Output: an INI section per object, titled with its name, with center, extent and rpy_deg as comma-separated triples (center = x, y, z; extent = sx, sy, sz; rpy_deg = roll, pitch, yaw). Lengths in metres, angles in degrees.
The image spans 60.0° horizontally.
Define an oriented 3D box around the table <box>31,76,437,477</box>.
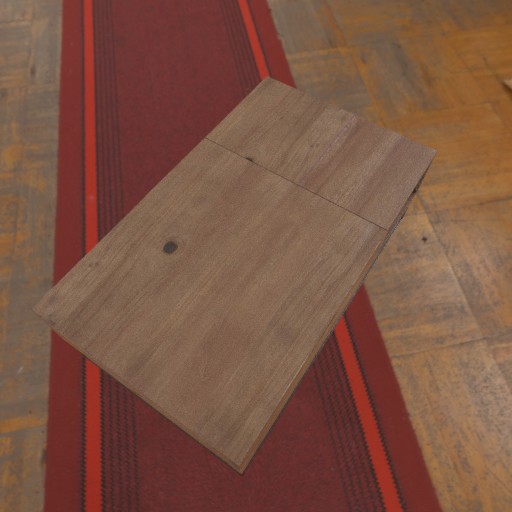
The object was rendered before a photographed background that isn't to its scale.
[table]
center = 0.000, 0.000, 1.442
extent = 0.655, 0.395, 1.101
rpy_deg = 30, 64, 17
